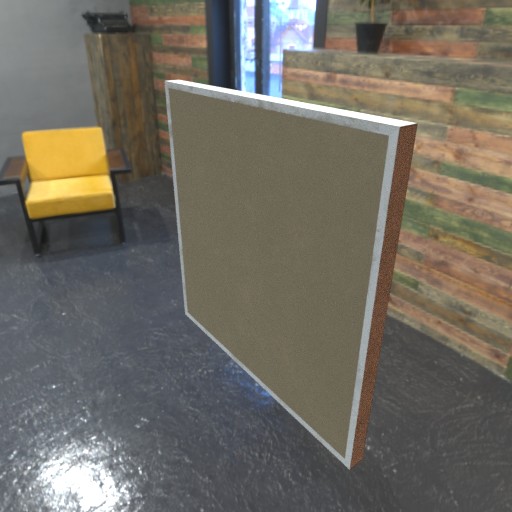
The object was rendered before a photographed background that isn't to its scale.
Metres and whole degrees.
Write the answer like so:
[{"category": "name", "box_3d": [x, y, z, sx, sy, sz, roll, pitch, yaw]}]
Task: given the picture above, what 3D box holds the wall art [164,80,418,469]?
[{"category": "wall art", "box_3d": [0.000, 0.000, 0.739, 0.029, 0.506, 0.508, -19, 33, -32]}]
